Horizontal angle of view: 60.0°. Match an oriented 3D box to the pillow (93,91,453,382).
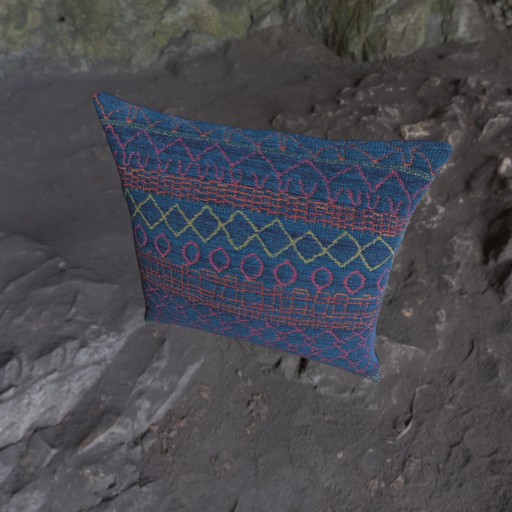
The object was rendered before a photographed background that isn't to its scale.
[{"bbox_3d":[0.000,0.000,0.643,0.431,0.431,0.141,12,42,14],"label":"pillow"}]
